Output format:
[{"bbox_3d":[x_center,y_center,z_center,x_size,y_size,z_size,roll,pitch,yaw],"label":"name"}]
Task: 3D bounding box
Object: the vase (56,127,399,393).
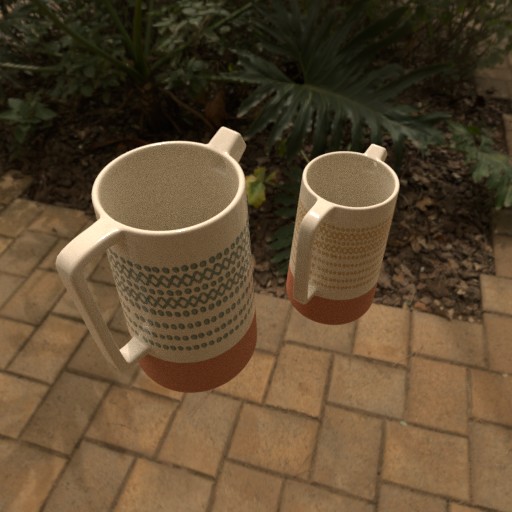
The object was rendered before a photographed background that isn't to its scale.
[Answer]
[{"bbox_3d":[0.000,0.000,0.460,0.326,0.247,0.168,-9,47,-9],"label":"vase"}]
